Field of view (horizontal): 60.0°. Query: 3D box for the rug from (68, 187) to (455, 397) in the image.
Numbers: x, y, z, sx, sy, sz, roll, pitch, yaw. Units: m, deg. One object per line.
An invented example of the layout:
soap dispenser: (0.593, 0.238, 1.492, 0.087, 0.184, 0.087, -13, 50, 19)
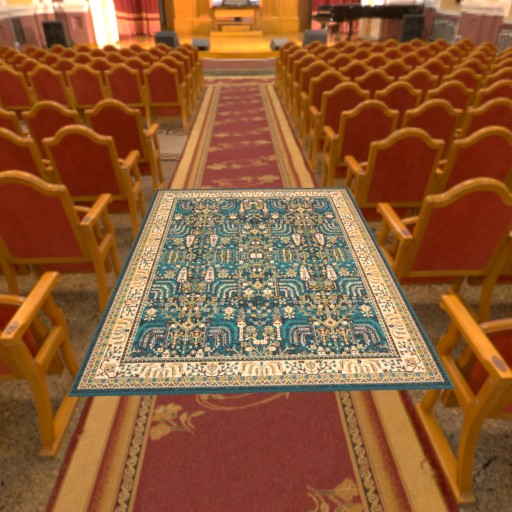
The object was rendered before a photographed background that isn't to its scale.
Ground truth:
rug: (0.000, 0.000, 3.846, 2.226, 0.015, 3.044, -1, 31, -1)
